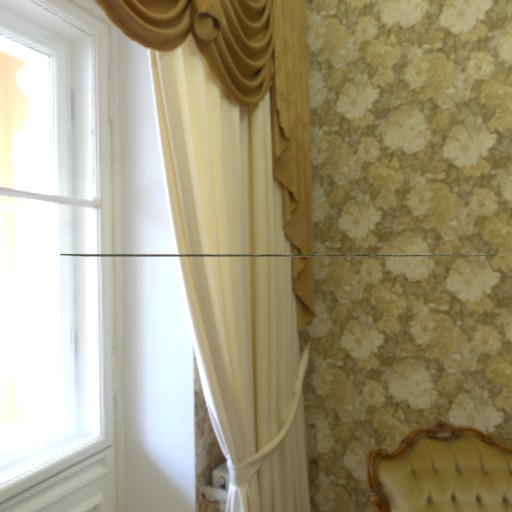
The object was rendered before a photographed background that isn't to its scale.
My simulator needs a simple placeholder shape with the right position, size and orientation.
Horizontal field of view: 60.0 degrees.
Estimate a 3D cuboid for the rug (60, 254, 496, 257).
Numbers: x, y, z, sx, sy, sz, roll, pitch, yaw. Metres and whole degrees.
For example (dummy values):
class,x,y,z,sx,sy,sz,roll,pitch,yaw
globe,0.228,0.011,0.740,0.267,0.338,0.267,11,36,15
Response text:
class,x,y,z,sx,sy,sz,roll,pitch,yaw
rug,0.000,0.000,4.048,3.045,0.007,2.436,0,0,-18
